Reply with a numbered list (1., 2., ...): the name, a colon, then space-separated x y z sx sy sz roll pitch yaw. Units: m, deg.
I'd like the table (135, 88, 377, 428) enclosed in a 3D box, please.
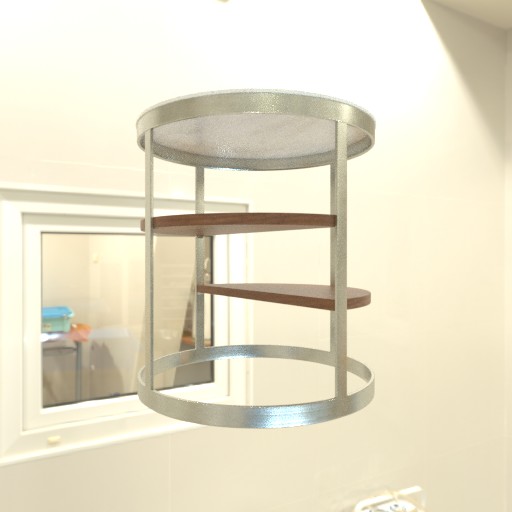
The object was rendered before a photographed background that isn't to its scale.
1. table: 0.000 0.000 0.777 0.407 0.447 0.407 0 0 0
